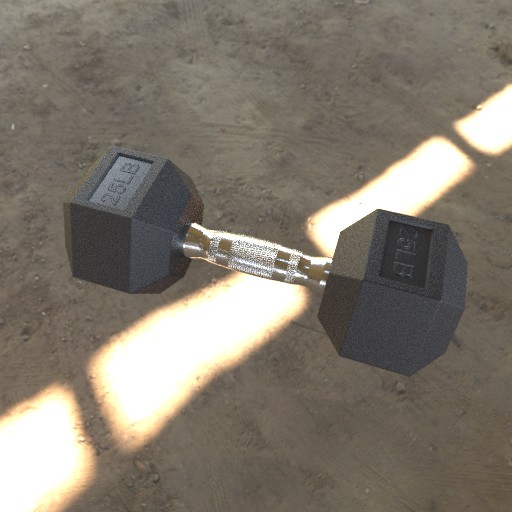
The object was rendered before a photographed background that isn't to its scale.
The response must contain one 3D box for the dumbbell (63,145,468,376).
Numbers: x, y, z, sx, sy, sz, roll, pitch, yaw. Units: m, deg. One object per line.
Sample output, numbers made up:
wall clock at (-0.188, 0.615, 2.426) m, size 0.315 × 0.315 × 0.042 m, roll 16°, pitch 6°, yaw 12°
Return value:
dumbbell at (0.000, 0.000, 0.371) m, size 0.315 × 0.113 × 0.129 m, roll 15°, pitch 58°, yaw 10°
